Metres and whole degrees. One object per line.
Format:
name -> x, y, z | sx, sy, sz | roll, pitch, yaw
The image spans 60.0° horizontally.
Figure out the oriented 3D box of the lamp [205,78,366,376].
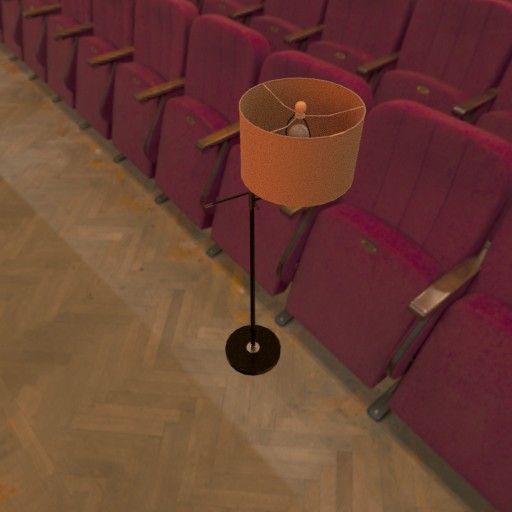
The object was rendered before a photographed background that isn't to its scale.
lamp -> 0.000, 0.000, 2.008 | 0.373, 1.635, 0.809 | -29, 52, -26
